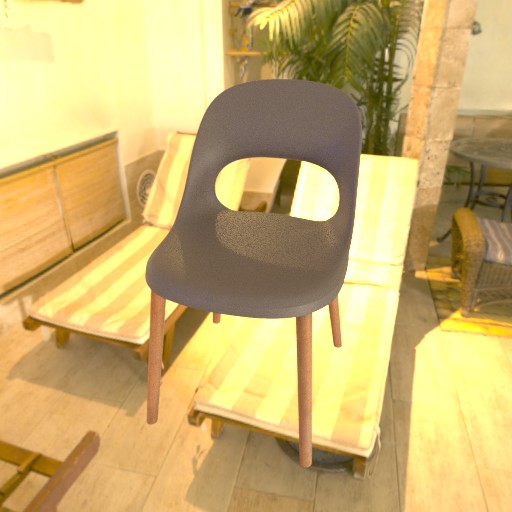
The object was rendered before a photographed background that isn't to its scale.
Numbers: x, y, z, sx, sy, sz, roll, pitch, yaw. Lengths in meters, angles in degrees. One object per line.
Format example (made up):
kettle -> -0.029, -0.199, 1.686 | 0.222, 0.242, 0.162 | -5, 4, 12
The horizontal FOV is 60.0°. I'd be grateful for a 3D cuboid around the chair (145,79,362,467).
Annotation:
chair -> 0.000, 0.000, 1.138 | 0.470, 0.795, 0.556 | 8, 29, 16
